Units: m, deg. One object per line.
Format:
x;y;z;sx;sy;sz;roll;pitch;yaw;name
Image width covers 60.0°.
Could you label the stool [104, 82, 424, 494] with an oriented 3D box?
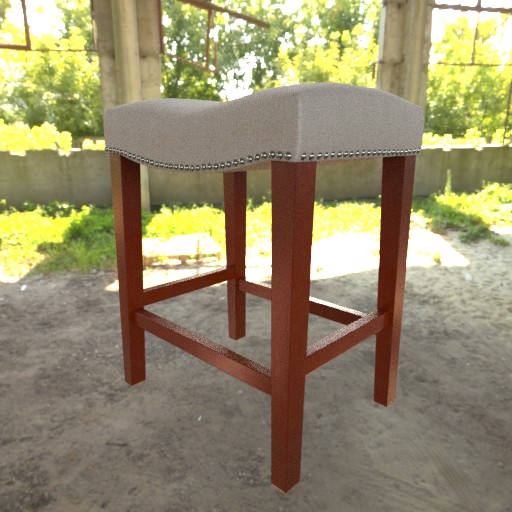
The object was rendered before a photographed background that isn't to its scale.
0.000;0.000;0.916;0.509;0.632;0.375;14;20;42;stool
